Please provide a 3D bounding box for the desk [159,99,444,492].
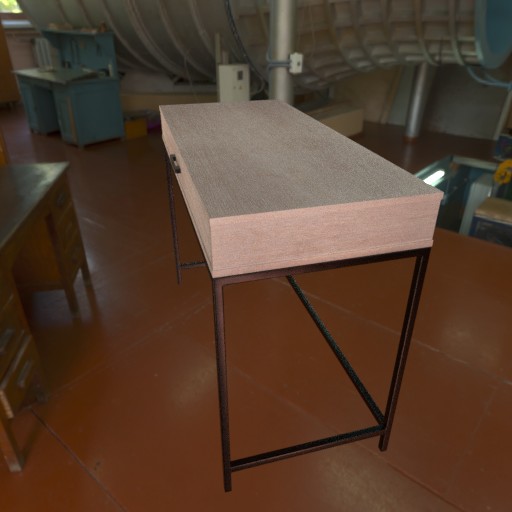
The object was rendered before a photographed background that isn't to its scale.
[{"bbox_3d":[0.000,0.000,1.412,0.470,0.762,1.016,-8,30,-13],"label":"desk"}]
